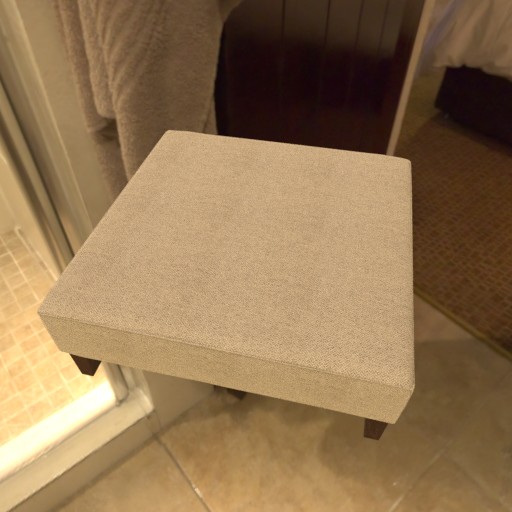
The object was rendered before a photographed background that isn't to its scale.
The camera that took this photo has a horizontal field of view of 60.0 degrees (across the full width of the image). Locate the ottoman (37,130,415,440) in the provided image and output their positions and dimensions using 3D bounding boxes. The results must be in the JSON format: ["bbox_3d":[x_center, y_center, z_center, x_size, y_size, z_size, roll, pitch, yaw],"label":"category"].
[{"bbox_3d":[0.000,0.000,1.520,0.982,0.381,0.973,9,46,9],"label":"ottoman"}]
